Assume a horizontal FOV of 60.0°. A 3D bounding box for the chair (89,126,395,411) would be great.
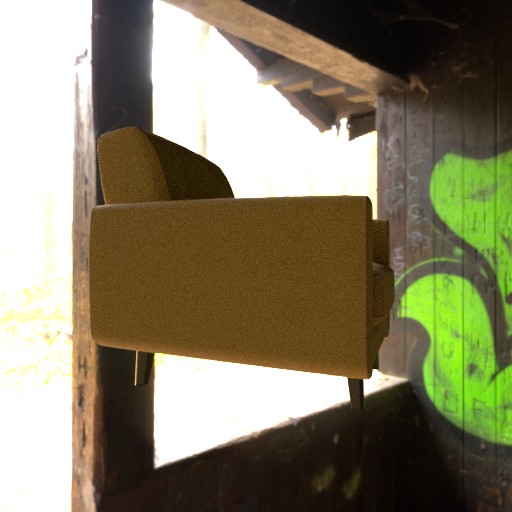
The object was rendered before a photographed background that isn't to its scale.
[{"bbox_3d":[0.000,0.000,1.567,0.909,0.841,0.831,0,-1,20],"label":"chair"}]
